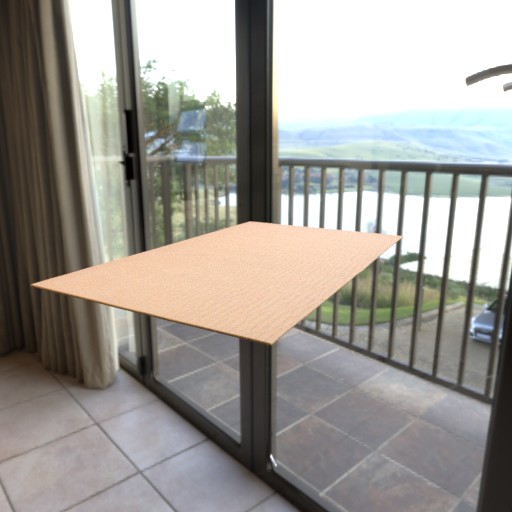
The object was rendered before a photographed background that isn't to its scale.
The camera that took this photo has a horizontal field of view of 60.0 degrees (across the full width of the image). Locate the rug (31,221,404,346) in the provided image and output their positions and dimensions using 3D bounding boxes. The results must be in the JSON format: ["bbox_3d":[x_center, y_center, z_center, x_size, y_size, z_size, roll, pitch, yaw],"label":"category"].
[{"bbox_3d":[0.000,0.000,3.132,1.531,0.014,2.441,8,16,29],"label":"rug"}]
